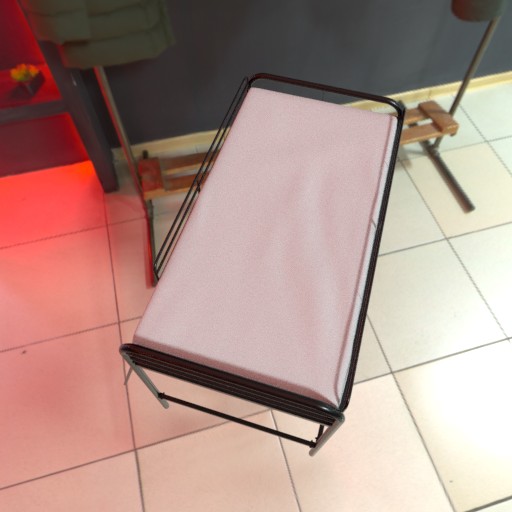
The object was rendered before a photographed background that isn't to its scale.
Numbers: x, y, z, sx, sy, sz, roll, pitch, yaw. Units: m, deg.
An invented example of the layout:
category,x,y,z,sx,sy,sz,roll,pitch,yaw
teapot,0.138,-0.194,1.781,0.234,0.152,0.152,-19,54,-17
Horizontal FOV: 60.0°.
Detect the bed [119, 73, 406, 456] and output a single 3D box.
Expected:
category,x,y,z,sx,sy,sz,roll,pitch,yaw
bed,0.000,0.000,2.916,1.393,1.289,1.968,15,60,9
